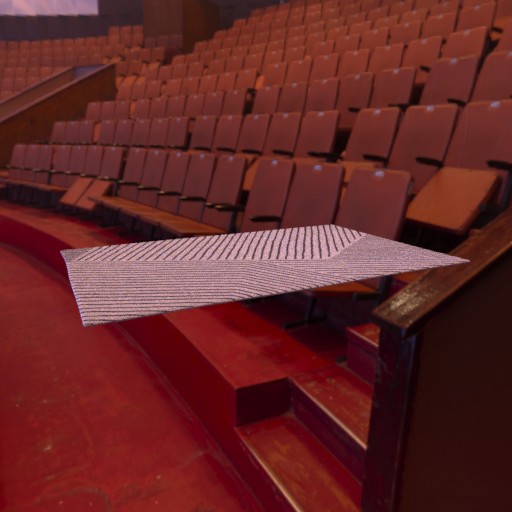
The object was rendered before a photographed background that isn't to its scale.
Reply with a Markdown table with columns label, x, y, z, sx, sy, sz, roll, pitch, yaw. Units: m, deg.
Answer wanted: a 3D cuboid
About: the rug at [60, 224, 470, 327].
| label | x | y | z | sx | sy | sz | roll | pitch | yaw |
| --- | --- | --- | --- | --- | --- | --- | --- | --- | --- |
| rug | 0.000 | 0.000 | 3.067 | 2.406 | 0.023 | 1.539 | -7 | 16 | -26 |
